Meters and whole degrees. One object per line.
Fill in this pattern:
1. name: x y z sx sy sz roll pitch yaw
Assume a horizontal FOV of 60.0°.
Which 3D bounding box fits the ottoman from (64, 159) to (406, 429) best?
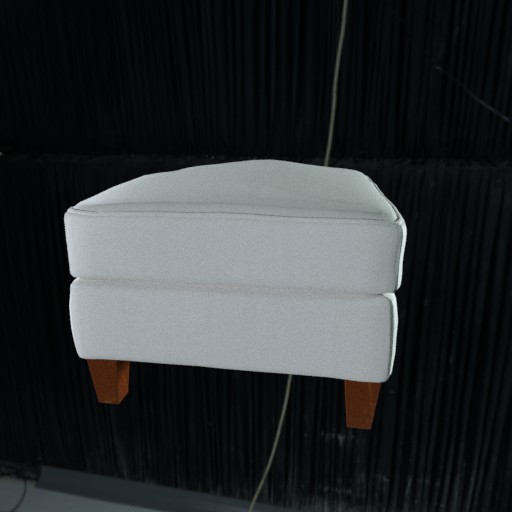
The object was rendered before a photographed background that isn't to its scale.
1. ottoman: 0.000 0.000 1.185 0.634 0.479 0.818 2 16 9
